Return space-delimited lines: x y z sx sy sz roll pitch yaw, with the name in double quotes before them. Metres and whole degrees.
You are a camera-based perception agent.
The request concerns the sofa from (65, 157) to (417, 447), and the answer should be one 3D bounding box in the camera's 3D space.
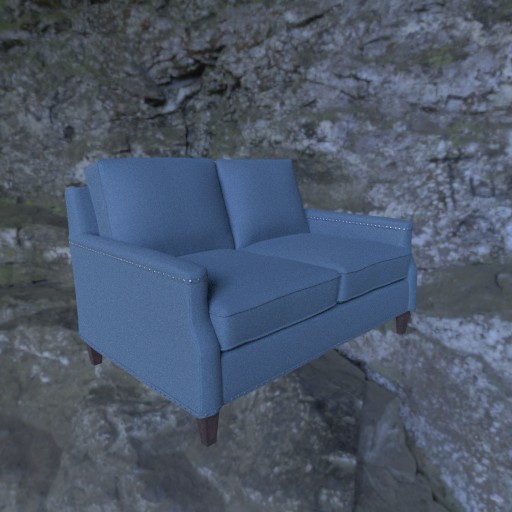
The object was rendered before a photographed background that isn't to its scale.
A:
"sofa" 0.000 0.000 2.311 1.597 1.003 1.084 -12 18 -44
